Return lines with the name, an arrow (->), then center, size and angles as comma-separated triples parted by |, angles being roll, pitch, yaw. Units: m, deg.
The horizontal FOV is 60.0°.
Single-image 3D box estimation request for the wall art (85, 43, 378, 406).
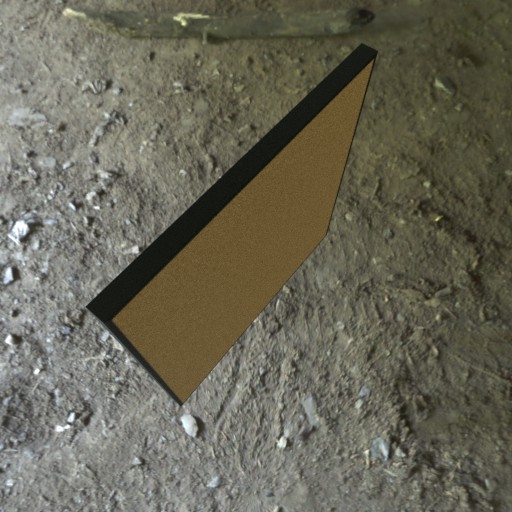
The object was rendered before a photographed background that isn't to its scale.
wall art -> 0.000, 0.000, 0.759 | 0.028, 0.511, 0.513 | 36, 68, 17
